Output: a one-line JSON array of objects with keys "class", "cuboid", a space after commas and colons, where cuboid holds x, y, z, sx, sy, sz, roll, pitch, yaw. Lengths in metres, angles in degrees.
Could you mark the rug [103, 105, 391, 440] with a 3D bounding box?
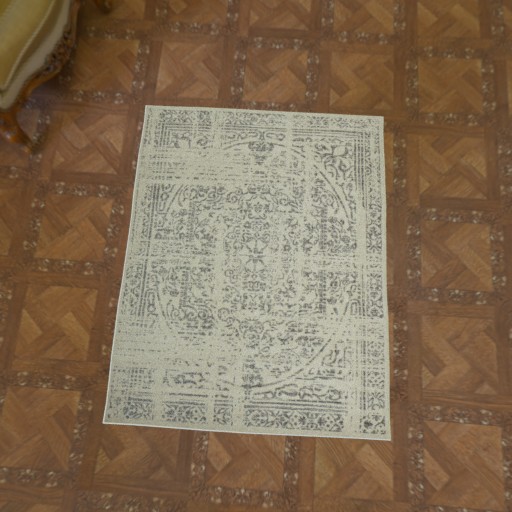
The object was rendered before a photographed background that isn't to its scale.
[{"class": "rug", "cuboid": [0.000, 0.000, 3.897, 2.311, 0.032, 2.921, 3, 75, 1]}]
